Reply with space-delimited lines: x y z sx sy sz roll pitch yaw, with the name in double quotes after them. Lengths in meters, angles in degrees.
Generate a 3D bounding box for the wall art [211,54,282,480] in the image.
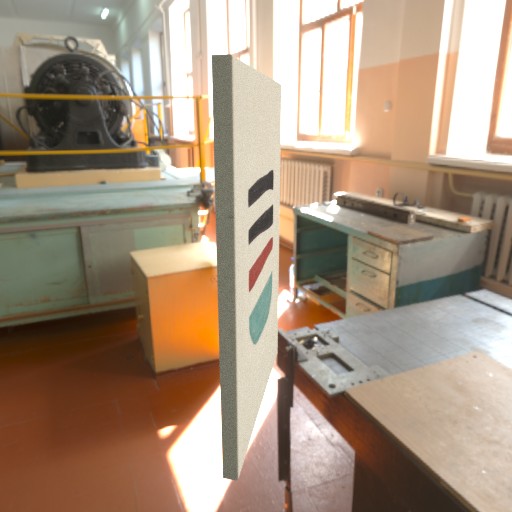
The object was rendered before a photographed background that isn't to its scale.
0.000 0.000 1.190 0.038 0.912 0.607 3 17 11 "wall art"
